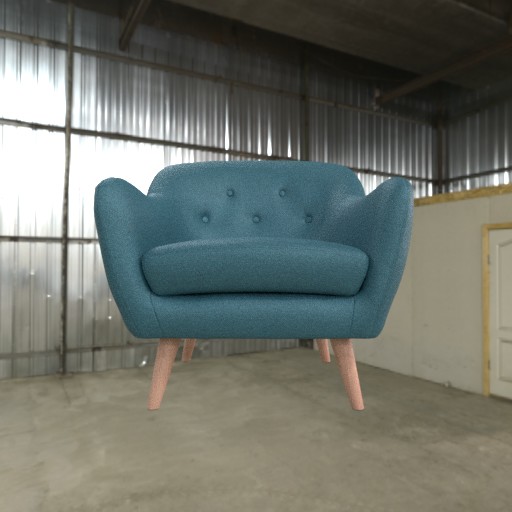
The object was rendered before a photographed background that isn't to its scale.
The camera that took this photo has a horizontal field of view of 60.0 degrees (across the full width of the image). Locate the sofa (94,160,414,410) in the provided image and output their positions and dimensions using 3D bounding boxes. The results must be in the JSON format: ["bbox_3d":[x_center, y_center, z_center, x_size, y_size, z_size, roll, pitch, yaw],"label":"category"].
[{"bbox_3d":[0.000,0.000,1.498,0.836,0.817,0.825,0,0,0],"label":"sofa"}]
